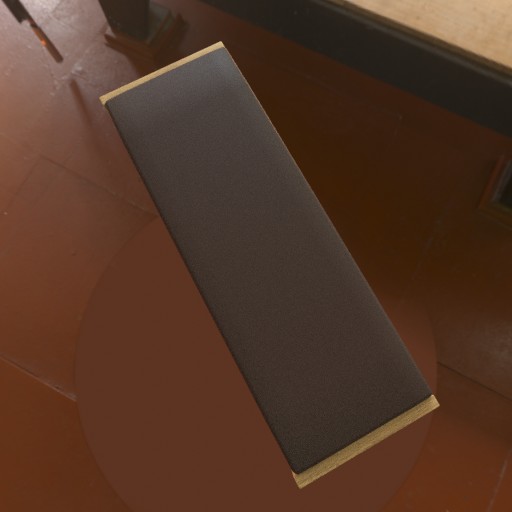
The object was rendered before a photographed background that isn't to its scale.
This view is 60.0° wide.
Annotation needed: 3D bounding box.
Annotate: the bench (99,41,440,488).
[{"bbox_3d":[0.000,0.000,1.408,0.405,0.480,1.200,-28,79,-6],"label":"bench"}]
